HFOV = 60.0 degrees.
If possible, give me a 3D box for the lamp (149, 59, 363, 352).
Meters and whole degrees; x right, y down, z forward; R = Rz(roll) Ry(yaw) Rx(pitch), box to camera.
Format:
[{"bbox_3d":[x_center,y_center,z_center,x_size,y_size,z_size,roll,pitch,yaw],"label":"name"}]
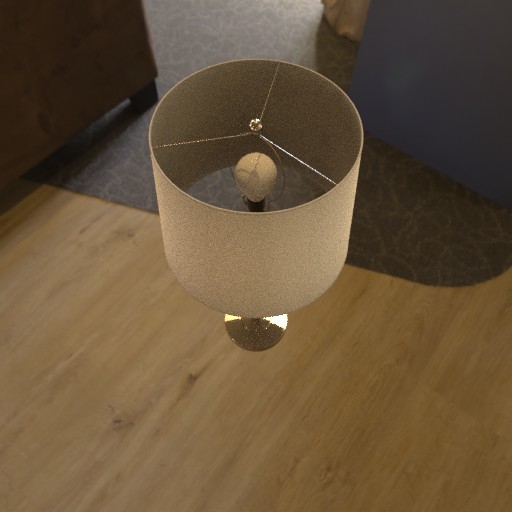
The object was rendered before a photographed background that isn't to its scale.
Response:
[{"bbox_3d":[0.000,0.000,0.877,0.333,0.696,0.333,0,60,0],"label":"lamp"}]
